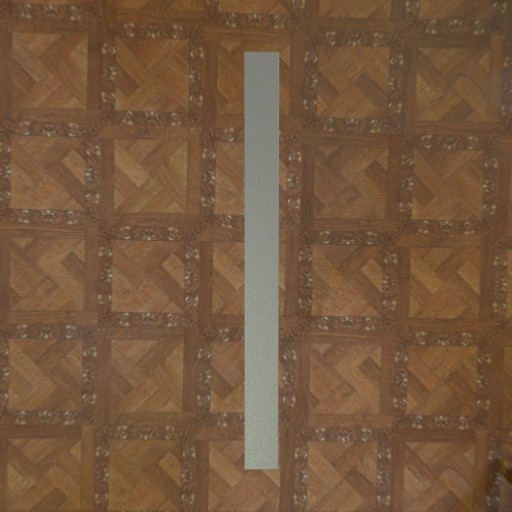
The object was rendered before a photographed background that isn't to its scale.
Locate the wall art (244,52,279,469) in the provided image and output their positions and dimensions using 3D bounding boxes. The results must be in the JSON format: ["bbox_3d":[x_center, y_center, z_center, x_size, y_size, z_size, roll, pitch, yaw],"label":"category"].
[{"bbox_3d":[0.000,0.000,0.757,0.037,0.554,0.453,0,92,-1],"label":"wall art"}]
